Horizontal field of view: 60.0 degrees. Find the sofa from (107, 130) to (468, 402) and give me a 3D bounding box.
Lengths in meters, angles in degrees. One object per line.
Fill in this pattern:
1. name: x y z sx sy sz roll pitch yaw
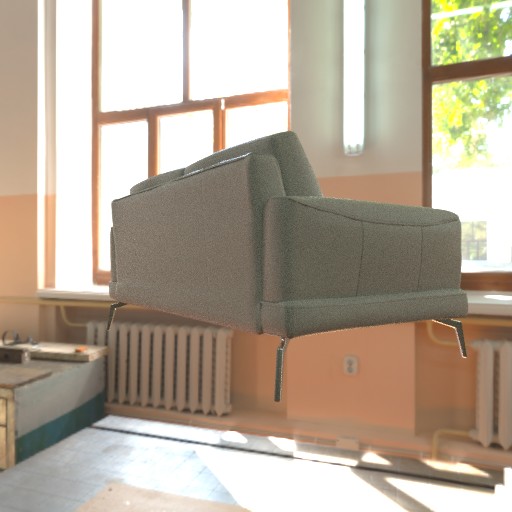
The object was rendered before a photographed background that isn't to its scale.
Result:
1. sofa: 0.000 0.000 2.407 1.121 0.930 1.819 0 0 -36
